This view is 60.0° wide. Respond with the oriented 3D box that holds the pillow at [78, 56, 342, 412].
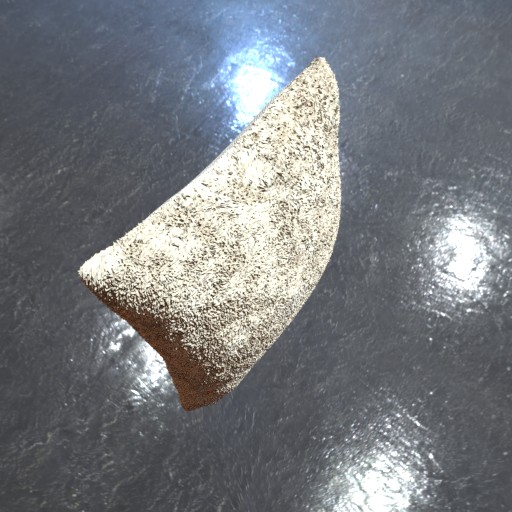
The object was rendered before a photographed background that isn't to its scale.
[{"bbox_3d":[0.000,0.000,0.810,0.218,0.515,0.529,32,64,18],"label":"pillow"}]
